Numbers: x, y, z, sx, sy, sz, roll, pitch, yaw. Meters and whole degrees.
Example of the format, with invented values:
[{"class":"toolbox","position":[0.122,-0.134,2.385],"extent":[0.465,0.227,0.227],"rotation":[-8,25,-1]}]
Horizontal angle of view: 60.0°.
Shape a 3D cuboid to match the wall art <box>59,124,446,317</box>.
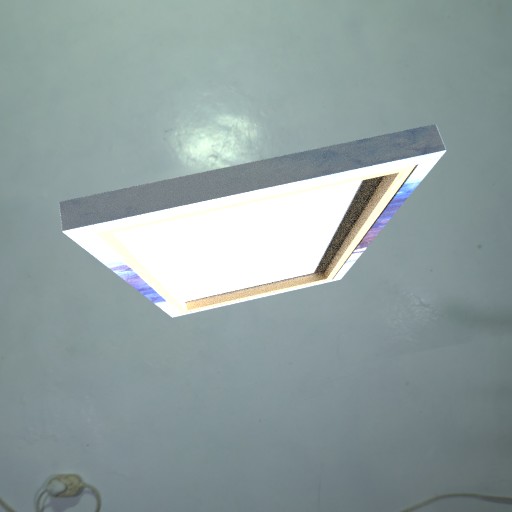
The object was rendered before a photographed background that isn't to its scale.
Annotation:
[{"class":"wall art","position":[0.000,0.000,1.082],"extent":[0.583,0.874,0.048],"rotation":[-12,74,-4]}]
